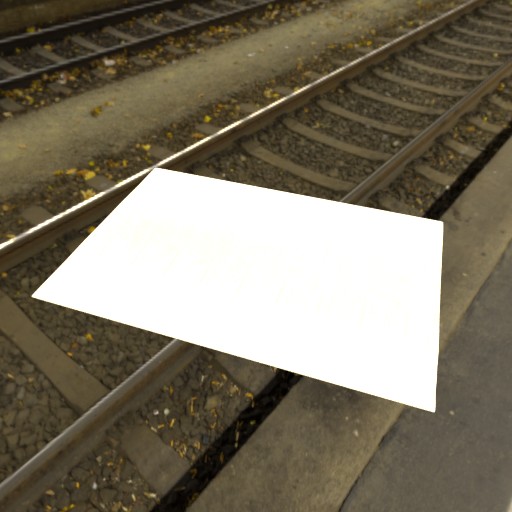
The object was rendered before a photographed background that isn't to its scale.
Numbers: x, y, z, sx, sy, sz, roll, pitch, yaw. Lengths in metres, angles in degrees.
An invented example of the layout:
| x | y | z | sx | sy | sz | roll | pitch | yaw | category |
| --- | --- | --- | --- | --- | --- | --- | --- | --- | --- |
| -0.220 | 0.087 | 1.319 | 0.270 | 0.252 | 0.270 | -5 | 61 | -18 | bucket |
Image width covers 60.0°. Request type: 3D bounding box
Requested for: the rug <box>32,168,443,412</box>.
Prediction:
| x | y | z | sx | sy | sz | roll | pitch | yaw | category |
| --- | --- | --- | --- | --- | --- | --- | --- | --- | --- |
| 0.000 | 0.000 | 2.325 | 1.850 | 0.006 | 1.234 | 13 | 44 | 14 | rug |
